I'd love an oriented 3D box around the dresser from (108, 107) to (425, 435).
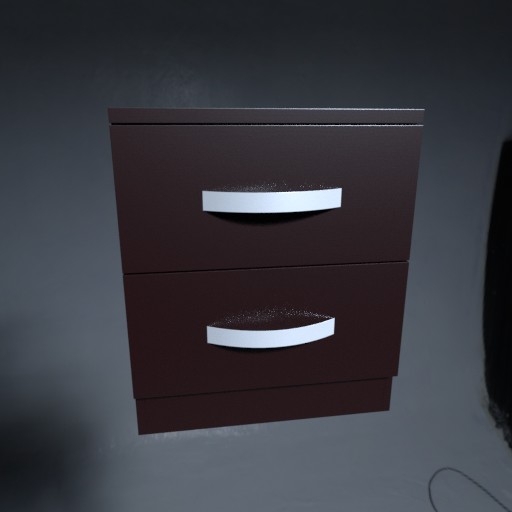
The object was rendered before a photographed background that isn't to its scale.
[{"bbox_3d":[0.000,0.000,0.762,0.400,0.470,0.360,-2,16,-8],"label":"dresser"}]
